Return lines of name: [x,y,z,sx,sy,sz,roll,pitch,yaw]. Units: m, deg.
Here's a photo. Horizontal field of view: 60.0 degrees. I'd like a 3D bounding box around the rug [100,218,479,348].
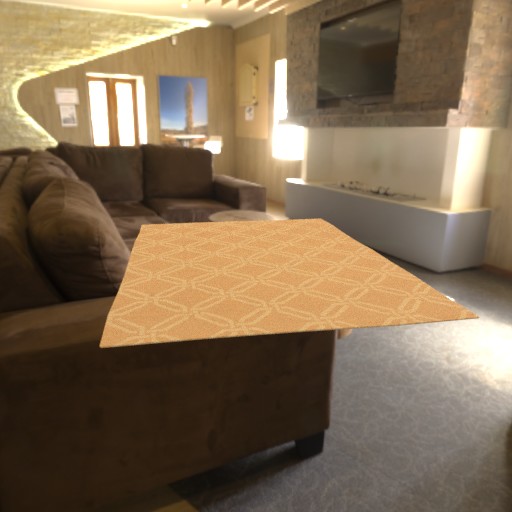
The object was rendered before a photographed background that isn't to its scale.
rug: [0.000,0.000,2.705,1.524,0.013,2.135,-3,16,-10]
